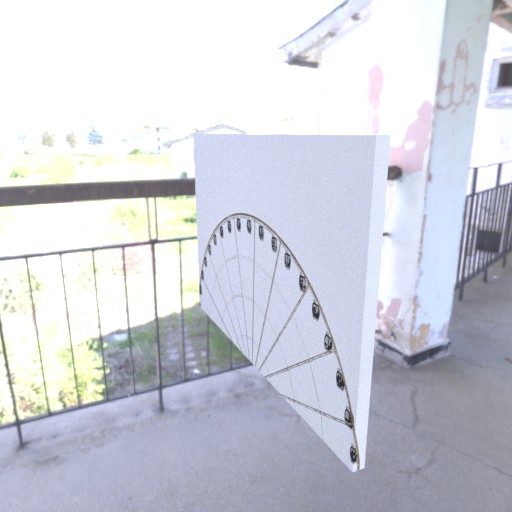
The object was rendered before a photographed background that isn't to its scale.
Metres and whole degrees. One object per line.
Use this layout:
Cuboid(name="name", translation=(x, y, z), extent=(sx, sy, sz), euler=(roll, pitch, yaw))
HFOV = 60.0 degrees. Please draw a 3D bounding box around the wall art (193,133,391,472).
Cuboid(name="wall art", translation=(0.000, 0.000, 1.446), extent=(0.038, 0.767, 1.144), euler=(-7, 17, -24))
